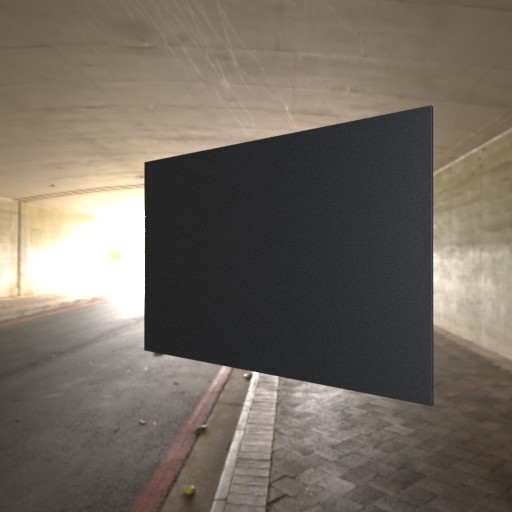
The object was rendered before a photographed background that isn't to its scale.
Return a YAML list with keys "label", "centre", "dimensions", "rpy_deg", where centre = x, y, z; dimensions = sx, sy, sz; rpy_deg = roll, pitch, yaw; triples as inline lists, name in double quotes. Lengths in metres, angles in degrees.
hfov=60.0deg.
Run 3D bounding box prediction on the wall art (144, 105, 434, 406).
- label: "wall art"
  centre: [0.000, 0.000, 1.553]
  dimensions: [1.192, 0.811, 0.013]
  rpy_deg: [0, 0, 37]
